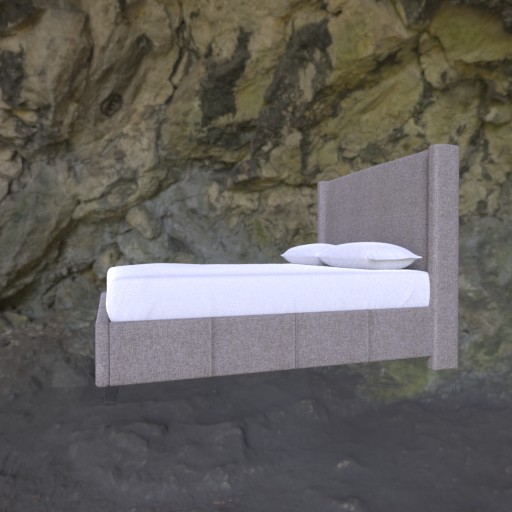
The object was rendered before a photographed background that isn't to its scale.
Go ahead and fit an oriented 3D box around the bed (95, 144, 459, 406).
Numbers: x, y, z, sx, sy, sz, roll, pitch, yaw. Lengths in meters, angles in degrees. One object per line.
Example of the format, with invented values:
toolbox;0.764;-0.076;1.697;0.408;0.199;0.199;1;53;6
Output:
bed;0.000;0.000;3.358;2.245;1.476;1.714;0;1;-18
